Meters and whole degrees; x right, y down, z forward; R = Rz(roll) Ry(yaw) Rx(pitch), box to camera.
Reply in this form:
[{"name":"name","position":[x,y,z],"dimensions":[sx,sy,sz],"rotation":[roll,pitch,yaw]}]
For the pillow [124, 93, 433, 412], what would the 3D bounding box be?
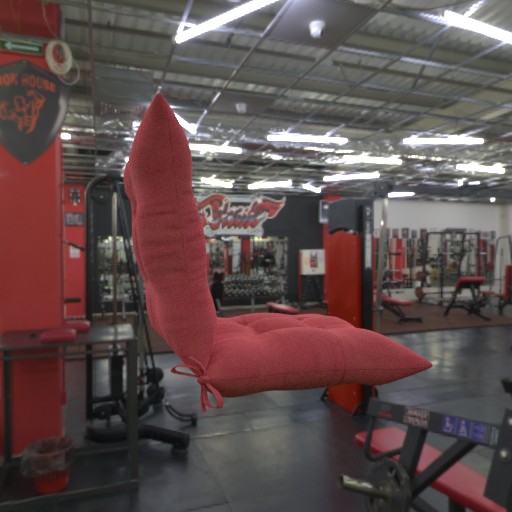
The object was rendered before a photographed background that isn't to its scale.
[{"name":"pillow","position":[0.000,0.000,1.023],"dimensions":[0.585,0.536,0.541],"rotation":[0,0,-18]}]
